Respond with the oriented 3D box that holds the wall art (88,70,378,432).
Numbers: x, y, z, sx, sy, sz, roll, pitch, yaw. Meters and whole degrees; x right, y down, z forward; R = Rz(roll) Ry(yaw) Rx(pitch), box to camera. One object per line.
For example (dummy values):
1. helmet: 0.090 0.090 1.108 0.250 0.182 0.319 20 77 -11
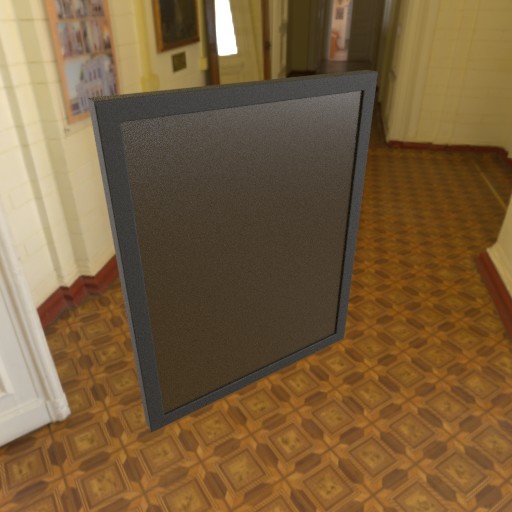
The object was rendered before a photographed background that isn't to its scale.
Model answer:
1. wall art: 0.000 0.000 0.757 0.457 0.558 0.028 -18 34 -29
